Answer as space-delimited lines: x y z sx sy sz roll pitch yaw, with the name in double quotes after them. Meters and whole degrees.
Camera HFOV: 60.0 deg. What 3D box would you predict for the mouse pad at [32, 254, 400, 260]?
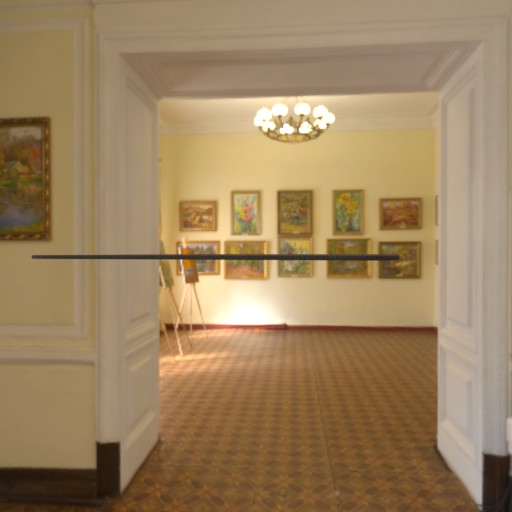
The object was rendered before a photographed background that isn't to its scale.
0.000 0.000 0.343 0.211 0.002 0.249 0 0 18 "mouse pad"
